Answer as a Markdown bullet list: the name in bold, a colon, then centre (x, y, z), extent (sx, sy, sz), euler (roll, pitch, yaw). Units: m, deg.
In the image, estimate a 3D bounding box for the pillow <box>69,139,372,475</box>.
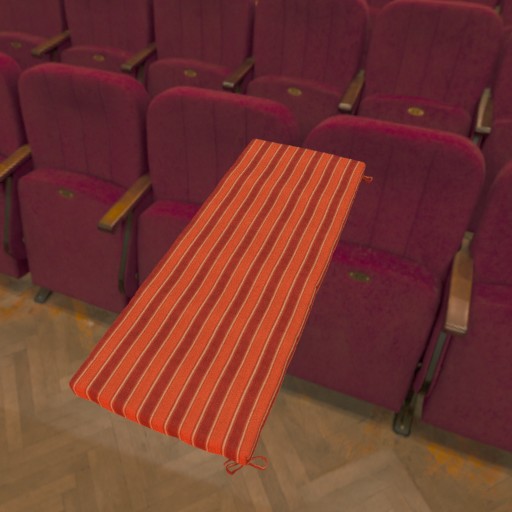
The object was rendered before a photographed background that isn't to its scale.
- **pillow**: centre (0.000, 0.000, 1.346), extent (0.492, 0.081, 1.187), euler (16, 48, 15)
